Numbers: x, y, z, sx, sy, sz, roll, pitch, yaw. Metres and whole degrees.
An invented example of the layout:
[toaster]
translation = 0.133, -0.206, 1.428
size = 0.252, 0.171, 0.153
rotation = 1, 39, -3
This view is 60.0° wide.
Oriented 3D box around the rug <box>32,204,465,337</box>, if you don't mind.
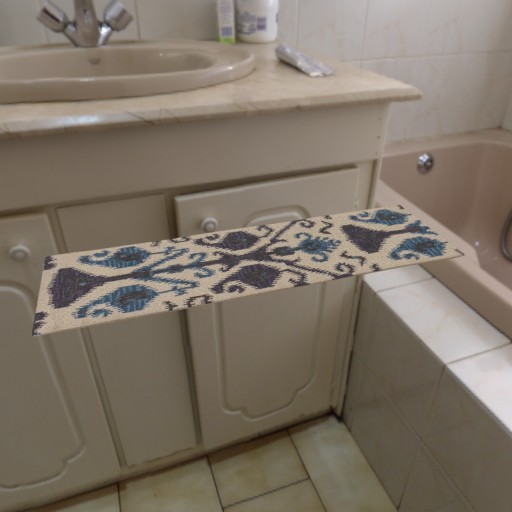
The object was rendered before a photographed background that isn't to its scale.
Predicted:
[rug]
translation = 0.000, 0.000, 2.528
size = 2.301, 0.017, 0.692
rotation = -9, 34, -14
